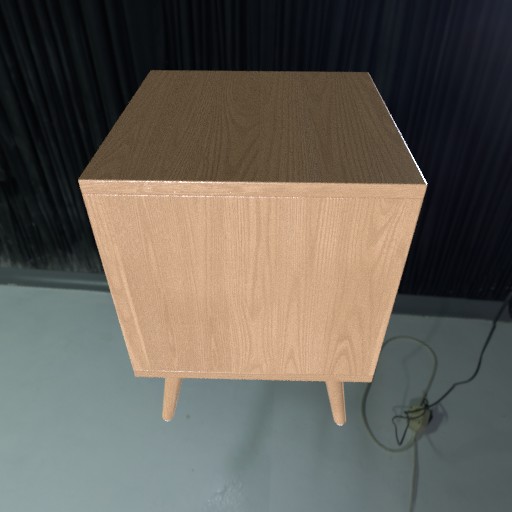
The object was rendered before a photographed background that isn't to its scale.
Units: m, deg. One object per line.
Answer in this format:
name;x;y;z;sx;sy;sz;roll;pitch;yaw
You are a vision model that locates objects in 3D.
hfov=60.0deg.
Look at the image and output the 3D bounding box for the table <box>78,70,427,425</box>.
table;0.000;0.000;0.835;0.400;0.550;0.400;1;40;1
